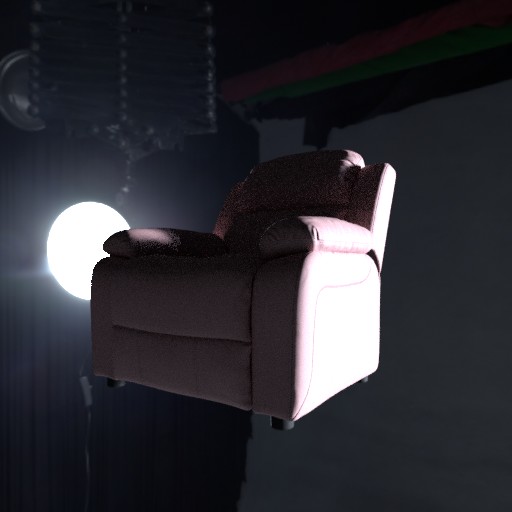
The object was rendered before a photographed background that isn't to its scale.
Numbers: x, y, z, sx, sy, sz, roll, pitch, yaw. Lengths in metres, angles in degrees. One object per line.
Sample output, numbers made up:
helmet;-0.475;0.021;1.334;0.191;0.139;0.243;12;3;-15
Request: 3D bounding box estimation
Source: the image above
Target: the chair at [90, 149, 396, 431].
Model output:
chair;0.000;0.000;1.271;0.680;0.702;0.709;-1;-1;35
